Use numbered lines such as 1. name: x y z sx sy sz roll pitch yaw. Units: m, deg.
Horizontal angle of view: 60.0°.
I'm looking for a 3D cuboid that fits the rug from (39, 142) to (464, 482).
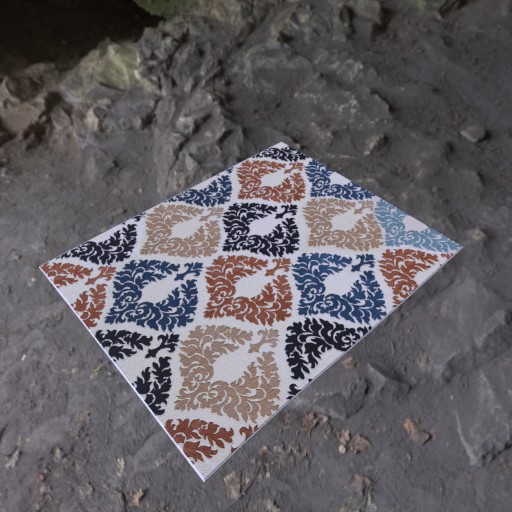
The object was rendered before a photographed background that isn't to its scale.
1. rug: 0.000 0.000 4.035 3.040 0.014 2.423 -33 55 -28
